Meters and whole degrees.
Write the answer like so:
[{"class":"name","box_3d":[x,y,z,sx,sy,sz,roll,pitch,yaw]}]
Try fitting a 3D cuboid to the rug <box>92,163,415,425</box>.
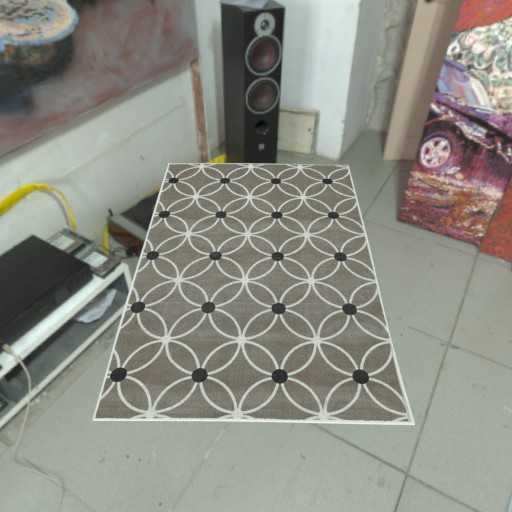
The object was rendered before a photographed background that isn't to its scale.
[{"class":"rug","box_3d":[0.000,0.000,2.905,1.522,0.008,2.284,1,43,1]}]
